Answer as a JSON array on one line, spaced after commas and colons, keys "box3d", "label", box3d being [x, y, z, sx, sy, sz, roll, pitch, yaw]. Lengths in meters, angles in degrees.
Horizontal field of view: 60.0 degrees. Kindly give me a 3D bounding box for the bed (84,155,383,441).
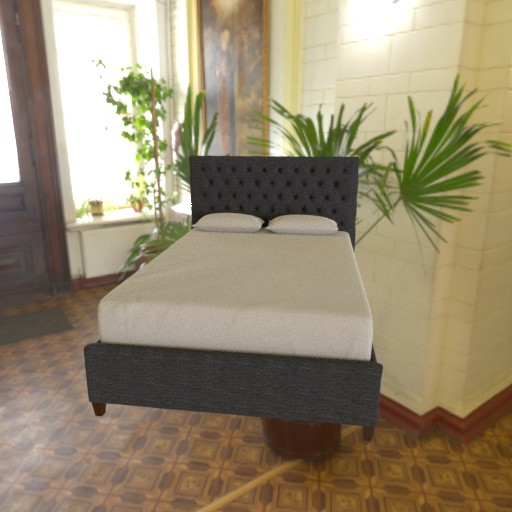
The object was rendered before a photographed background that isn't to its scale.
[{"box3d": [0.000, 0.000, 3.477, 1.698, 1.427, 2.387, 2, 16, 8], "label": "bed"}]
